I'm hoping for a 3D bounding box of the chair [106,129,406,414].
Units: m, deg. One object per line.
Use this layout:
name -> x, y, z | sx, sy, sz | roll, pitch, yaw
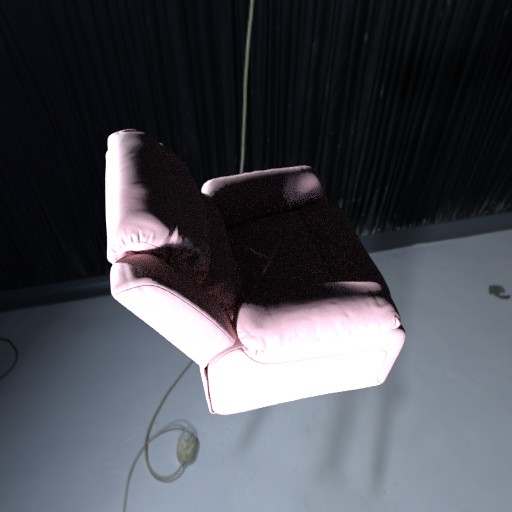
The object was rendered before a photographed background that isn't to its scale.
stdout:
chair -> 0.000, 0.000, 1.267 | 0.709, 0.702, 0.680 | -10, 46, -10
